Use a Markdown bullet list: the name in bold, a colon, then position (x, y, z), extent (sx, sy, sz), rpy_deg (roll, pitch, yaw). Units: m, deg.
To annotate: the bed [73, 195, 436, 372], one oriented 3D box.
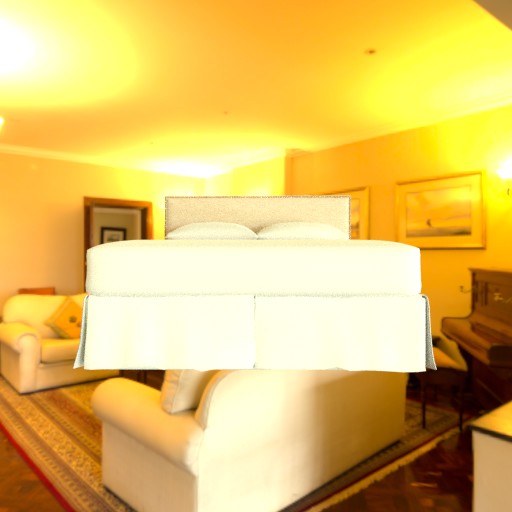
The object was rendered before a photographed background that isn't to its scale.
- **bed**: position (0.000, 0.000, 2.865), extent (1.616, 1.016, 1.876), rpy_deg (0, 0, 1)
